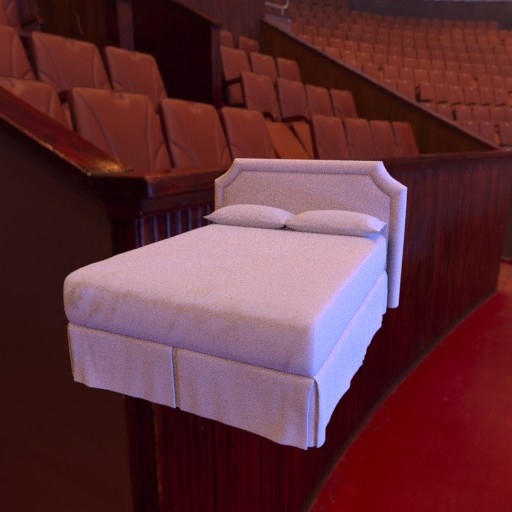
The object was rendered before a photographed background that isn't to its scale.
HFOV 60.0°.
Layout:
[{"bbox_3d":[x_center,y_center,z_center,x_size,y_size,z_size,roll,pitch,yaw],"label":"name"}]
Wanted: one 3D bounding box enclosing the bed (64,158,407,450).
[{"bbox_3d":[0.000,0.000,3.248,1.828,1.297,2.164,7,16,24],"label":"bed"}]
